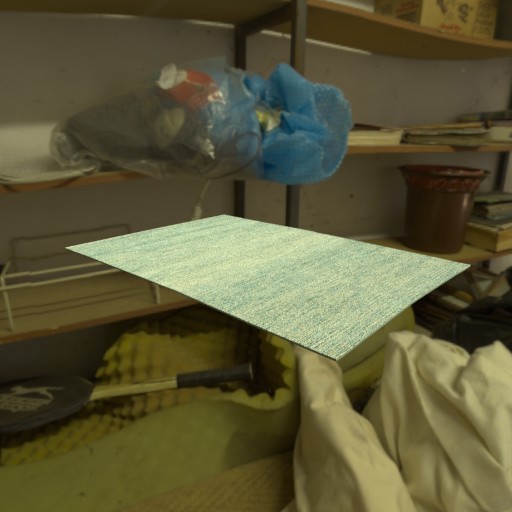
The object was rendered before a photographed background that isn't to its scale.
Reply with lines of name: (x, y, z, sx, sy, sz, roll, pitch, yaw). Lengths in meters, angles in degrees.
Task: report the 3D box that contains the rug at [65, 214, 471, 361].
rug: (0.000, 0.000, 5.336, 4.078, 0.052, 2.802, 15, 23, 40)
